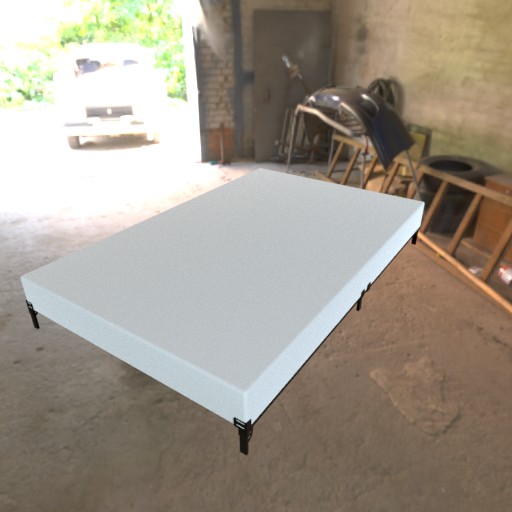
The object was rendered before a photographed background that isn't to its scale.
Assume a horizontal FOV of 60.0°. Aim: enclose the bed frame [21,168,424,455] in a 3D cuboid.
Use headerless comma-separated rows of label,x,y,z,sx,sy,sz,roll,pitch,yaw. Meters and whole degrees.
bed frame,0.000,0.000,3.761,1.930,0.440,2.987,18,33,30
